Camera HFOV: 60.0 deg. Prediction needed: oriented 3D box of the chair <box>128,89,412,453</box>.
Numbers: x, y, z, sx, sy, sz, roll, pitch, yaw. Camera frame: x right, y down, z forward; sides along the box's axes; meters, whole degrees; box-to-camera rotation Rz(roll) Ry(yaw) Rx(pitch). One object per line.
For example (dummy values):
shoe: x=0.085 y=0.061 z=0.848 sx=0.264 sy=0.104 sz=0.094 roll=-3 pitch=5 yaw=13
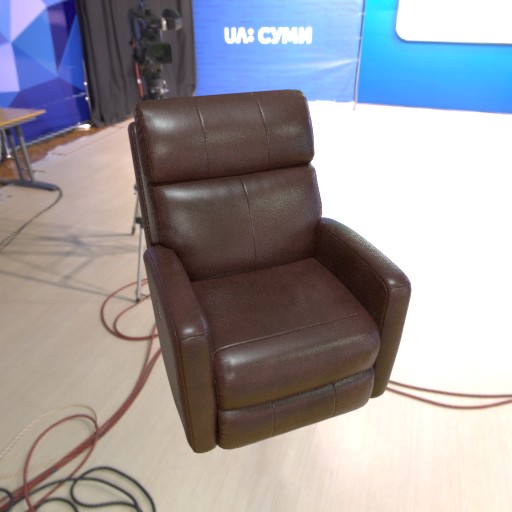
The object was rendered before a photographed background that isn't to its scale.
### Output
chair: x=0.000 y=0.000 z=1.654 sx=0.787 sy=1.016 sz=0.939 roll=-11 pitch=33 yaw=-17
